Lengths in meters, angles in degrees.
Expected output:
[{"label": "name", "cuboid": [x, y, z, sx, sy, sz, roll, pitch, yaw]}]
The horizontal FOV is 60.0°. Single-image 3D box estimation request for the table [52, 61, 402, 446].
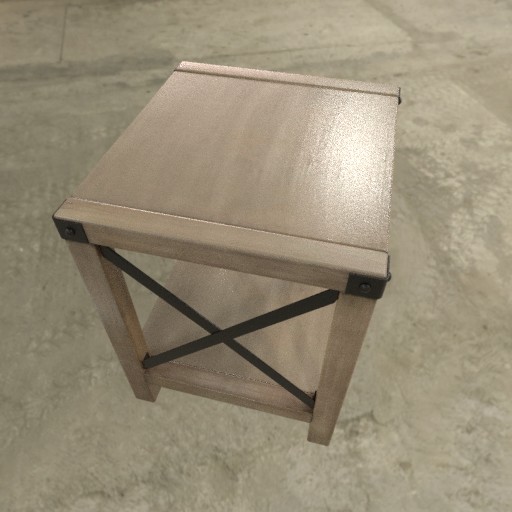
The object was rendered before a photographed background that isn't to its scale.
[{"label": "table", "cuboid": [0.000, 0.000, 0.925, 0.459, 0.561, 0.510, 10, 48, 10]}]
